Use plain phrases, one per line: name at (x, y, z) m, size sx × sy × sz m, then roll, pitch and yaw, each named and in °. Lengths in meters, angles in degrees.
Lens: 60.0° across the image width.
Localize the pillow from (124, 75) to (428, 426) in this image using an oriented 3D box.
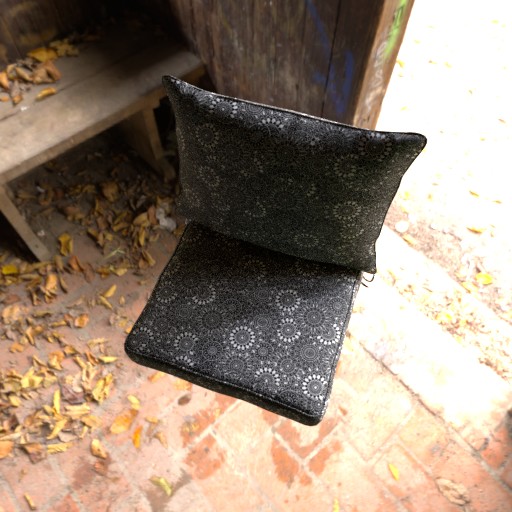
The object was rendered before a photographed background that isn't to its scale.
pillow at (0.000, 0.000, 1.376) m, size 0.798 × 0.722 × 0.740 m, roll 17°, pitch 61°, yaw 10°
